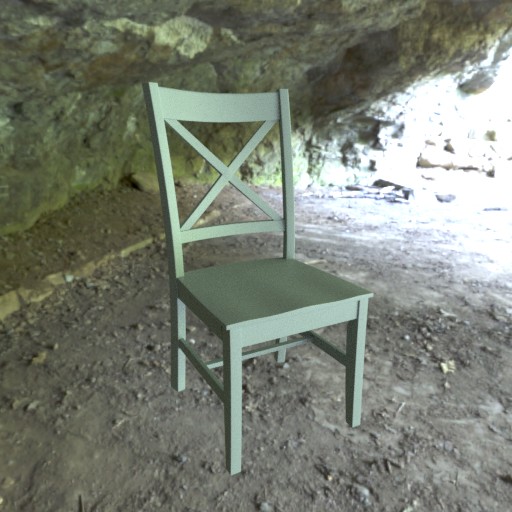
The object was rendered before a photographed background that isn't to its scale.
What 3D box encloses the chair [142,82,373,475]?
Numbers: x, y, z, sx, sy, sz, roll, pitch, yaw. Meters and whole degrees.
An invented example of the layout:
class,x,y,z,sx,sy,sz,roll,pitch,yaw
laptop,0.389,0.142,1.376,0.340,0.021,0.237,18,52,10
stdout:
class,x,y,z,sx,sy,sz,roll,pitch,yaw
chair,0.000,0.000,1.320,0.485,0.983,0.542,-9,18,-27
